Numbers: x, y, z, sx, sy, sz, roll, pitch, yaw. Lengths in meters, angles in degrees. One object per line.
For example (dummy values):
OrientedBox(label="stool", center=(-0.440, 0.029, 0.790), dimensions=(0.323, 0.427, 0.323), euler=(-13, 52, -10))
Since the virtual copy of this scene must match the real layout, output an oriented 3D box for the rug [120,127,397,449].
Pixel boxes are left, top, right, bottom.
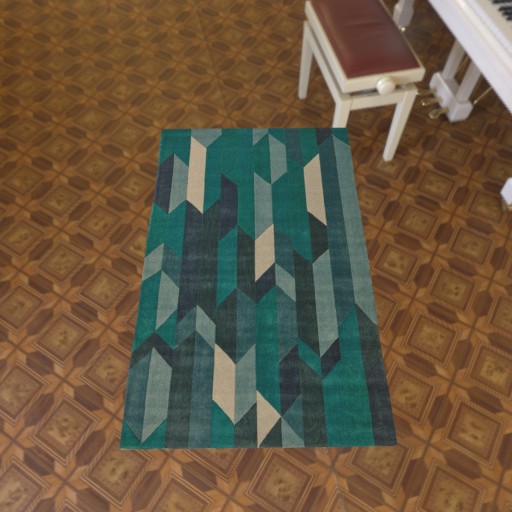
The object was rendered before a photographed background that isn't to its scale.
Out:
OrientedBox(label="rug", center=(0.000, 0.000, 3.026), dimensions=(1.528, 0.005, 2.420), euler=(-1, 60, 0))
